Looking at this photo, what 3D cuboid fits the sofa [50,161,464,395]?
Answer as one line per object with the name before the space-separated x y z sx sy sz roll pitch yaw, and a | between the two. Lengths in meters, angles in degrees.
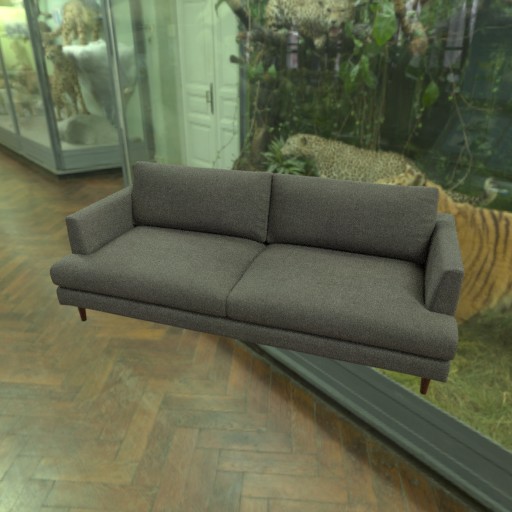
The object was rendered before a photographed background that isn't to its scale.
sofa | 0.000 0.000 2.709 2.250 0.868 1.020 8 27 17
